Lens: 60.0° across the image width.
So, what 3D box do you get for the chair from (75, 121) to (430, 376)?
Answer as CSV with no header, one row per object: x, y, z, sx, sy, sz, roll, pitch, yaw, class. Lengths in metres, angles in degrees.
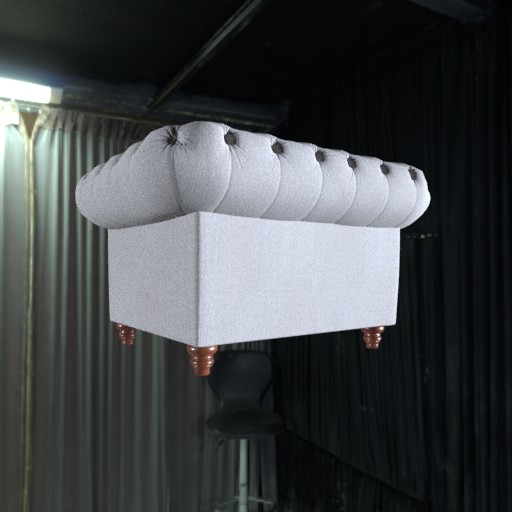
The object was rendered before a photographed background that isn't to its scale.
0.000,0.000,1.862,1.270,0.770,0.976,1,-2,-35,chair
